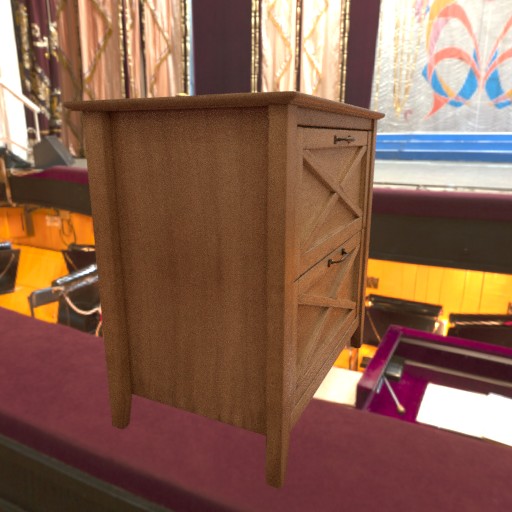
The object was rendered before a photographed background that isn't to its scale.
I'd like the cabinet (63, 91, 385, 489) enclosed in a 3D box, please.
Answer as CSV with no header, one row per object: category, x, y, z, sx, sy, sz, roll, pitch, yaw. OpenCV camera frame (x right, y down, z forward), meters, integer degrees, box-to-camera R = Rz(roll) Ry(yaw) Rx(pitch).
cabinet,0.000,0.000,1.208,0.503,0.762,0.763,7,17,25
